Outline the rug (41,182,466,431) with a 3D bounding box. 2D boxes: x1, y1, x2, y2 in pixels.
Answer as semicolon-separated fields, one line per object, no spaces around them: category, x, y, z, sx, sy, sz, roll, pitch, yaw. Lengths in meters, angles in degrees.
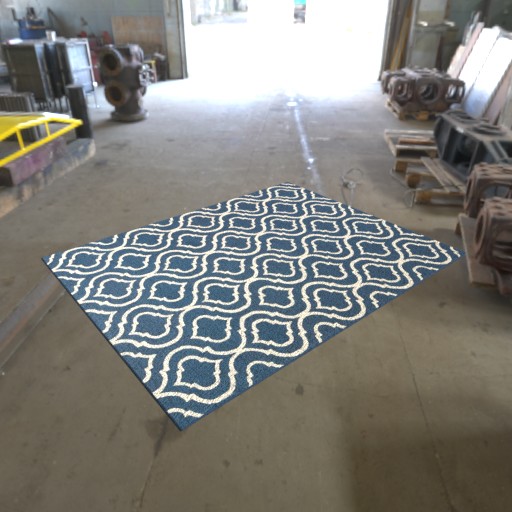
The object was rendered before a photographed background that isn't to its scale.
rug;0.000;0.000;3.816;2.881;0.020;2.270;-22;37;-34
